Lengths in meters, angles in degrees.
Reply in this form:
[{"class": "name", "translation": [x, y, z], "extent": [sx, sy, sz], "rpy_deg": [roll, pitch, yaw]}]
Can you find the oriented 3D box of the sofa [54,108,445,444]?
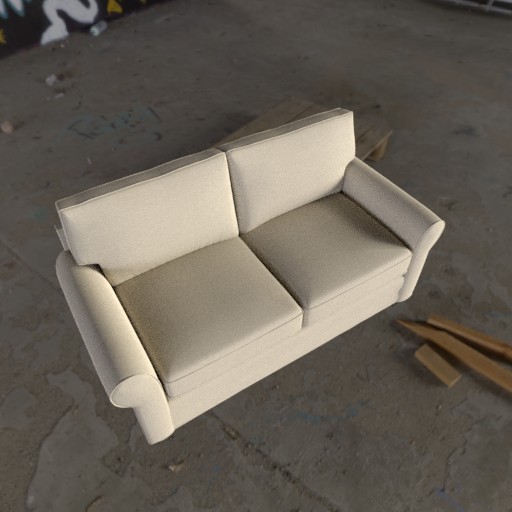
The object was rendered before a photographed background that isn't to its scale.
[{"class": "sofa", "translation": [0.000, 0.000, 2.239], "extent": [1.774, 0.933, 0.861], "rpy_deg": [-24, 50, -22]}]
